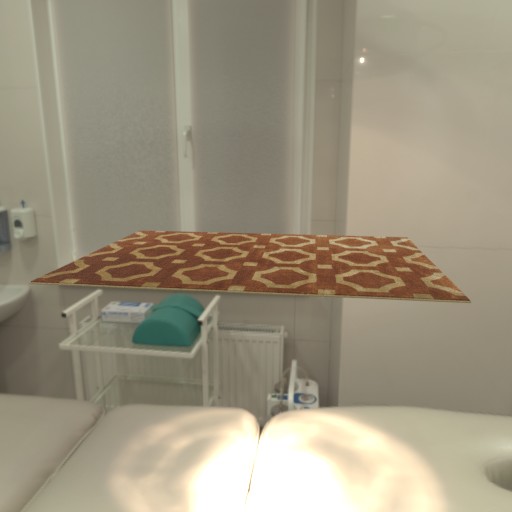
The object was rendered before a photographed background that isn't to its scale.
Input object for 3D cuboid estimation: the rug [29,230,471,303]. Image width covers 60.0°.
[{"bbox_3d":[0.000,0.000,3.012,2.286,0.016,1.555,2,14,7],"label":"rug"}]
